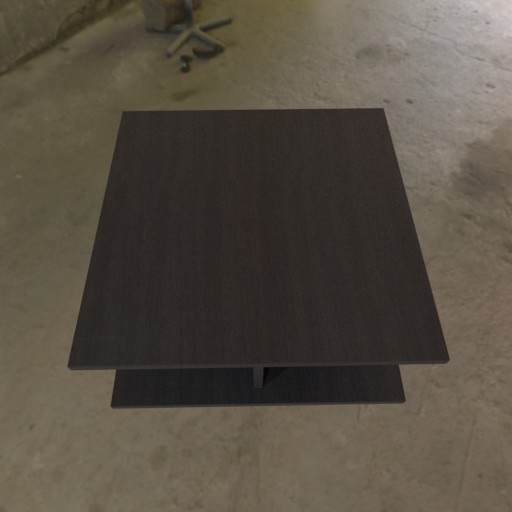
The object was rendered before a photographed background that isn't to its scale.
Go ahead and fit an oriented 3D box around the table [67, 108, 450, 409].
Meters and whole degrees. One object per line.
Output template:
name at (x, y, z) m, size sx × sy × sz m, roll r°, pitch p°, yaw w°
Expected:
table at (0.000, 0.000, 1.252) m, size 0.762 × 0.396 × 0.762 m, roll -1°, pitch 57°, yaw -1°
